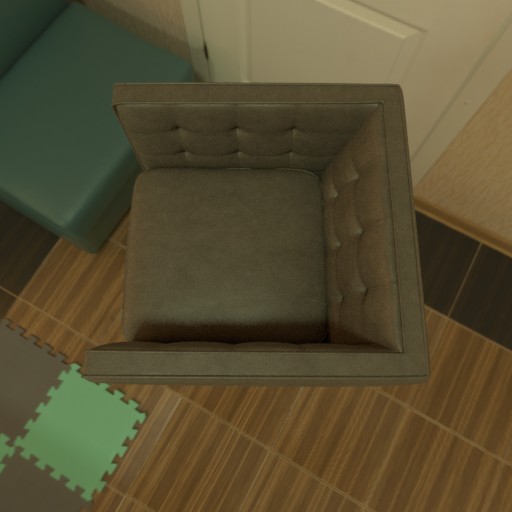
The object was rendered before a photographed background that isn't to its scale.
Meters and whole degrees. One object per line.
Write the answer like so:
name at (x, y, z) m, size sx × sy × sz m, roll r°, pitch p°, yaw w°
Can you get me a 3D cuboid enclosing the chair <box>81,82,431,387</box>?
chair at (0.000, 0.000, 1.565) m, size 0.894 × 0.790 × 0.880 m, roll 0°, pitch 74°, yaw 0°
